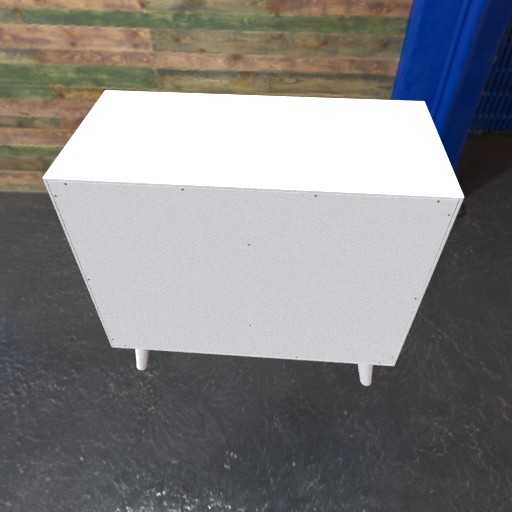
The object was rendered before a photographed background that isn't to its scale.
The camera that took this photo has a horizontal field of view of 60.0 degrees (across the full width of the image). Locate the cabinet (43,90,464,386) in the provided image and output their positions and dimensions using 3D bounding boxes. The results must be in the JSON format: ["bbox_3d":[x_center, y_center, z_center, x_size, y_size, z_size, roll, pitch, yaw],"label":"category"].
[{"bbox_3d":[0.000,0.000,1.246,0.800,0.761,0.398,3,45,3],"label":"cabinet"}]
